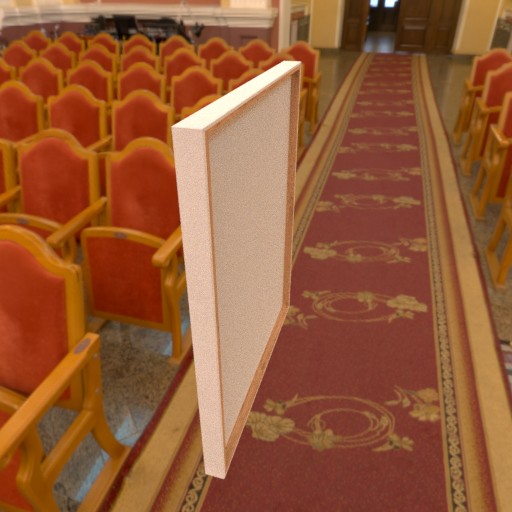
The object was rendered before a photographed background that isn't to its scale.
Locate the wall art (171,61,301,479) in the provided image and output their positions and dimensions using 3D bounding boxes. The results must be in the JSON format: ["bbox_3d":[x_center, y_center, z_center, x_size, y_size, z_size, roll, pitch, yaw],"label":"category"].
[{"bbox_3d":[0.000,0.000,0.825,0.037,0.606,0.508,9,32,14],"label":"wall art"}]
